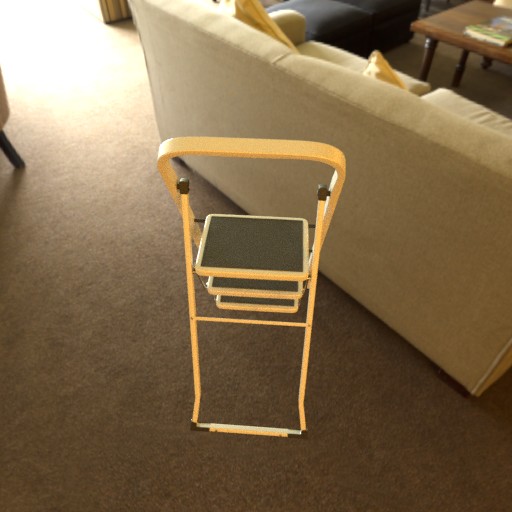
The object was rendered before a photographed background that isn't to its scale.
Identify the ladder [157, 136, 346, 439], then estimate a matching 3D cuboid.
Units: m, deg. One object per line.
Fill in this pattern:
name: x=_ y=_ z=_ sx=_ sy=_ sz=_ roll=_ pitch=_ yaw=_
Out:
ladder: x=0.000 y=0.000 z=1.400 sx=0.460 sy=1.050 sz=0.711 roll=3 pitch=46 yaw=3
